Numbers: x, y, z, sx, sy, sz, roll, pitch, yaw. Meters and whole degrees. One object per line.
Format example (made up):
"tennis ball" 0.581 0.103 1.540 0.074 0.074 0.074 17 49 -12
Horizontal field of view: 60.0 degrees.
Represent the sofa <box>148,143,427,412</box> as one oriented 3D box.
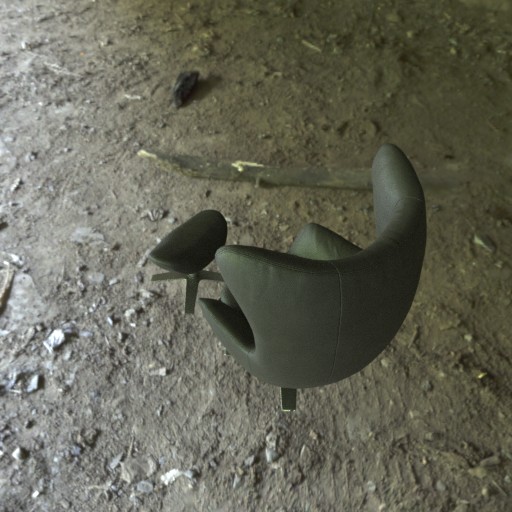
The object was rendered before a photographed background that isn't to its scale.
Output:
"sofa" 0.000 0.000 2.070 0.894 1.135 1.444 -34 54 -29
